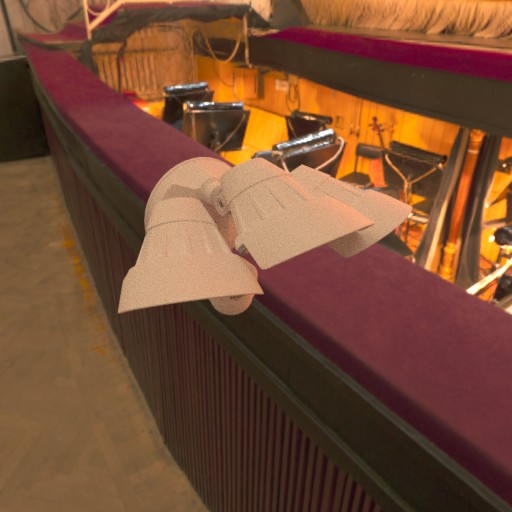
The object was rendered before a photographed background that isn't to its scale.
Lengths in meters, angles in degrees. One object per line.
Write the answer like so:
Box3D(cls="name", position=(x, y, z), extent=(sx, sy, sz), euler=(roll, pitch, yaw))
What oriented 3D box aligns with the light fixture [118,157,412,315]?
Box3D(cls="light fixture", position=(0.000, 0.000, 0.531), extent=(0.369, 0.237, 0.278), euler=(-20, 36, -30))
